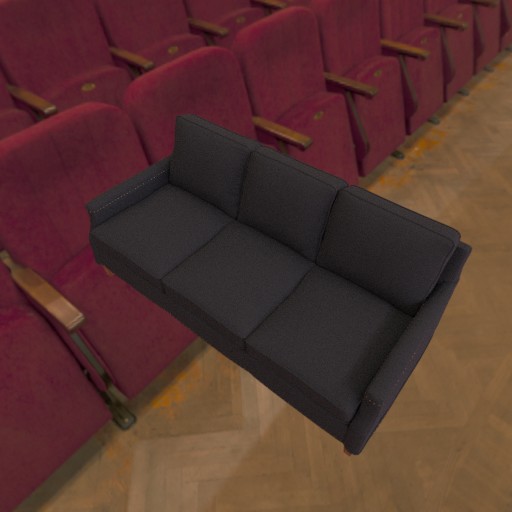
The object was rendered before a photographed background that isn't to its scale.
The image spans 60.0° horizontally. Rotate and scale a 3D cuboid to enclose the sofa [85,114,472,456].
[{"bbox_3d":[0.000,0.000,2.830,2.246,1.003,1.084,30,53,26],"label":"sofa"}]
